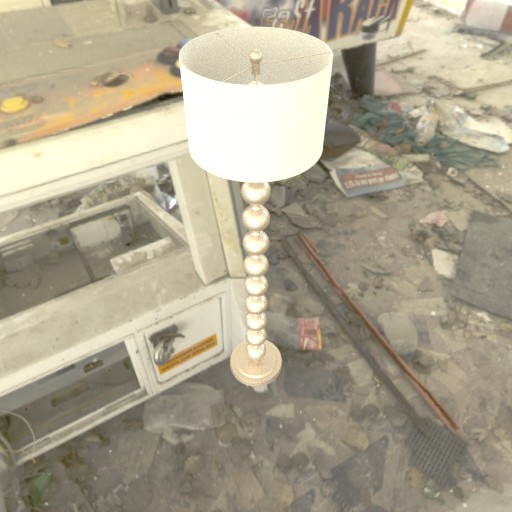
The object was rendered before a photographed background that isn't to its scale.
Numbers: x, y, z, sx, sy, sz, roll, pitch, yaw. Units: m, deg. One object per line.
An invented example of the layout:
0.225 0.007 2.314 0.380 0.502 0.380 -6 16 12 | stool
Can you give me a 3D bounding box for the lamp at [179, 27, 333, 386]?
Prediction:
0.000 0.000 1.644 0.394 1.474 0.394 -3 45 -3 | lamp
